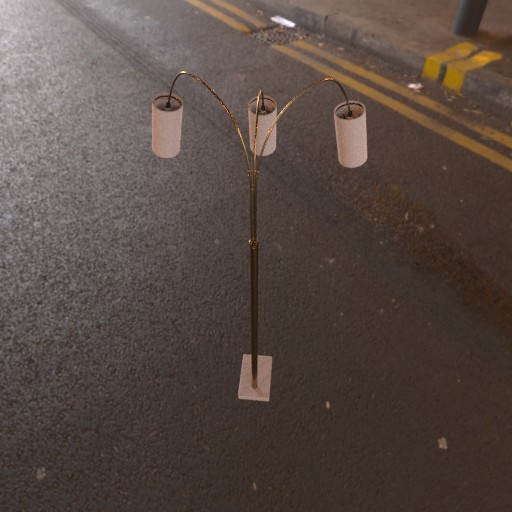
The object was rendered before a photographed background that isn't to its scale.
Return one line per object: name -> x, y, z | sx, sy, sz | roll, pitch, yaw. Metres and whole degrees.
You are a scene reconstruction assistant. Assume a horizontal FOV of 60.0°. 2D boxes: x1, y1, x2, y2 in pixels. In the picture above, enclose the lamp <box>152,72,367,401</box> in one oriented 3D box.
lamp -> 0.000, 0.000, 2.453 | 1.020, 2.055, 0.667 | 4, 45, 4
